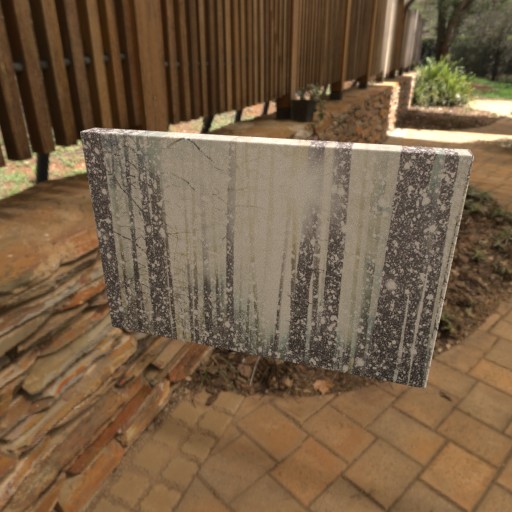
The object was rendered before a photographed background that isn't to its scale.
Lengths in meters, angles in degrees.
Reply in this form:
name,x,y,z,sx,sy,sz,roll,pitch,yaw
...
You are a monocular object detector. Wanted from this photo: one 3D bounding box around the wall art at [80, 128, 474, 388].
name,x,y,z,sx,sy,sz,roll,pitch,yaw
wall art,0.000,0.000,0.771,0.618,0.398,0.042,8,26,16
